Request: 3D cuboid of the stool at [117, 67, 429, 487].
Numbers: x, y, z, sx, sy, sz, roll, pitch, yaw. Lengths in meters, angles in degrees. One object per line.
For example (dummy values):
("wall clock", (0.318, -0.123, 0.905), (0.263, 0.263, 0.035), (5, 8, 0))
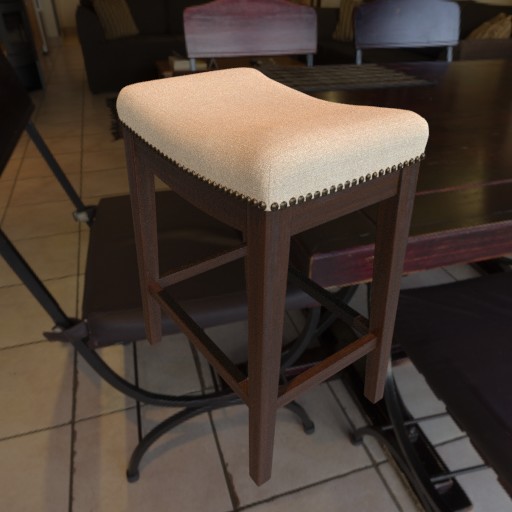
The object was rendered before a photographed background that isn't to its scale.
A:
("stool", (0.000, 0.000, 0.938), (0.363, 0.669, 0.509), (-22, 39, -30))
